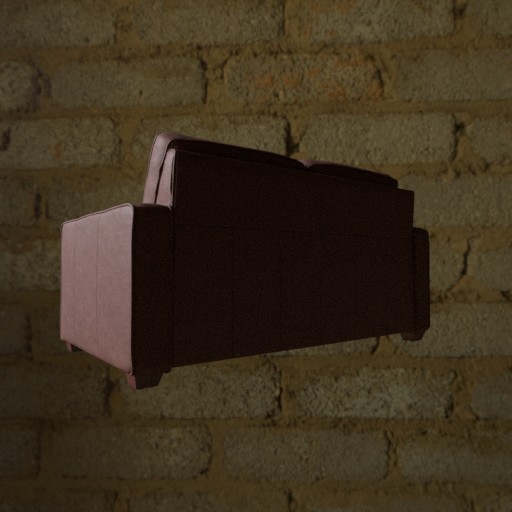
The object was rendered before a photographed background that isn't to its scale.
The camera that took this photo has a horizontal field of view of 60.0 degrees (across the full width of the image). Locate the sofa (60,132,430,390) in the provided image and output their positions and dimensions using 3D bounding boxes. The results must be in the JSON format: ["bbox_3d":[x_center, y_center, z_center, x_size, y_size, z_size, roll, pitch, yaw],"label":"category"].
[{"bbox_3d":[0.000,0.000,2.286,1.709,0.918,0.947,1,-2,-37],"label":"sofa"}]
